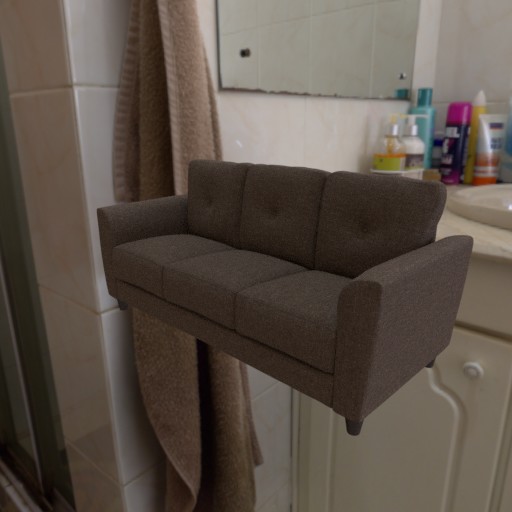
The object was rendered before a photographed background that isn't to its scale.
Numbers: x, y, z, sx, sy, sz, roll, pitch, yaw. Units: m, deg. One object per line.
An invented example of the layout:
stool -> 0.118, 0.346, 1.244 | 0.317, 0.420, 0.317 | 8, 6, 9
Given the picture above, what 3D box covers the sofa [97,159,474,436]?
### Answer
sofa -> 0.000, 0.000, 2.303 | 1.847, 0.891, 0.837 | 15, 23, 42
